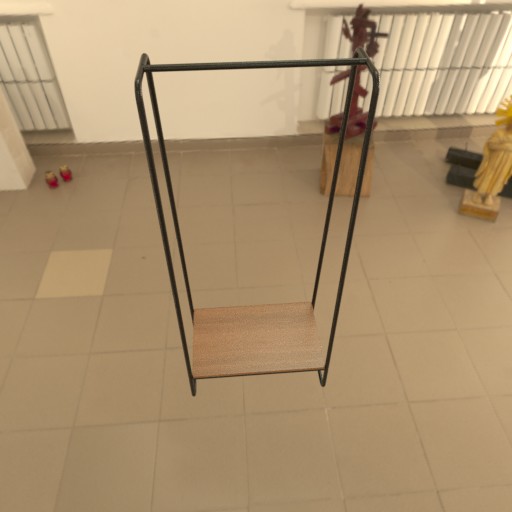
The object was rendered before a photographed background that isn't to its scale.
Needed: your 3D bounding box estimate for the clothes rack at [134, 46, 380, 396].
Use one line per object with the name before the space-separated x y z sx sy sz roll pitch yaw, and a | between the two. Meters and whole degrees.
clothes rack | 0.000 0.000 1.736 0.640 1.500 0.400 -3 45 -3
